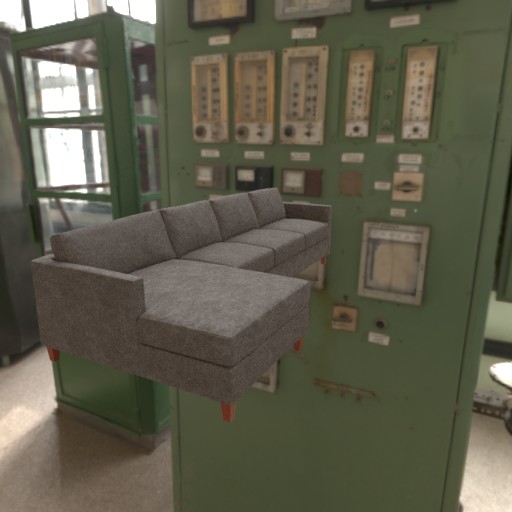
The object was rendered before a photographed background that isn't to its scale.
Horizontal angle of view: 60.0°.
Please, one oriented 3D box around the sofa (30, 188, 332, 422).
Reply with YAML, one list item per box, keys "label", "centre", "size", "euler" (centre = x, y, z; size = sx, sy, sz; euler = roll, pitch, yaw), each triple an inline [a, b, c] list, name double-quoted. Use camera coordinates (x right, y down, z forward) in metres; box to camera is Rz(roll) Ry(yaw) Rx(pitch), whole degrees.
- label: "sofa"
  centre: [0.000, 0.000, 4.123]
  size: [1.606, 0.954, 3.471]
  euler: [8, 17, 27]
